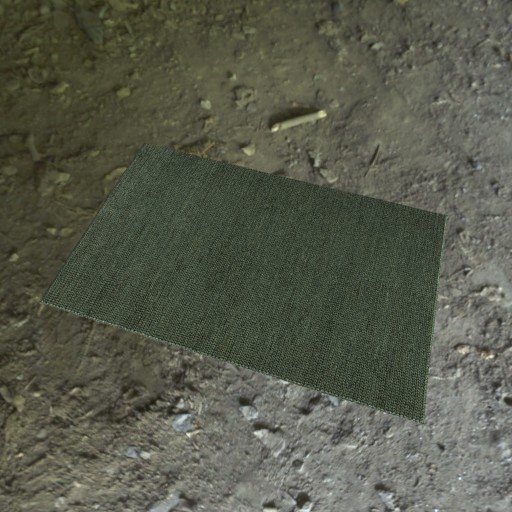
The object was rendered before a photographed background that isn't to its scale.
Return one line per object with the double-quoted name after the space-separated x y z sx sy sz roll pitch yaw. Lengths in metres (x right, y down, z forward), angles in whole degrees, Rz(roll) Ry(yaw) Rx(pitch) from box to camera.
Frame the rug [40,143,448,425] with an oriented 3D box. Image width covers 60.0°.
0.000 0.000 3.037 2.443 0.021 1.538 15 59 10 "rug"
